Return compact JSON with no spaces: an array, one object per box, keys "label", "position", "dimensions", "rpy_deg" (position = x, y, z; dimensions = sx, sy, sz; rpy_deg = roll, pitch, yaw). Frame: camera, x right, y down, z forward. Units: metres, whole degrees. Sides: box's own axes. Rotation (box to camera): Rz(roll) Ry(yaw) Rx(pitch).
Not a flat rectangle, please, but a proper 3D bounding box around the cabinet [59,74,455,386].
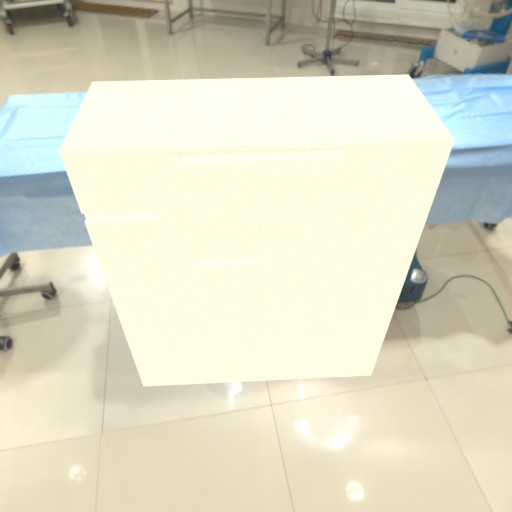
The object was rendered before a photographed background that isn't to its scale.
[{"label":"cabinet","position":[0.000,0.000,1.679],"dimensions":[1.000,1.190,0.400],"rpy_deg":[-2,45,-2]}]
